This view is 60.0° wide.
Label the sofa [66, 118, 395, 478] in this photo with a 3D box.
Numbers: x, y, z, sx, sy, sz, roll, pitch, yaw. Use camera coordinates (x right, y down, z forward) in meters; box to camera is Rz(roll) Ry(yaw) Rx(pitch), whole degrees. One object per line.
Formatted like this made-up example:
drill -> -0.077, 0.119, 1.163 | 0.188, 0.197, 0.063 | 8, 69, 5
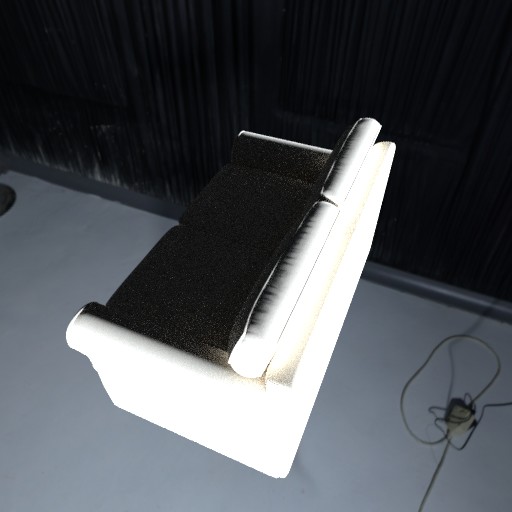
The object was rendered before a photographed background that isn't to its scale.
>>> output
sofa -> 0.000, 0.000, 2.293 | 0.991, 0.940, 1.727 | 17, 47, 16
